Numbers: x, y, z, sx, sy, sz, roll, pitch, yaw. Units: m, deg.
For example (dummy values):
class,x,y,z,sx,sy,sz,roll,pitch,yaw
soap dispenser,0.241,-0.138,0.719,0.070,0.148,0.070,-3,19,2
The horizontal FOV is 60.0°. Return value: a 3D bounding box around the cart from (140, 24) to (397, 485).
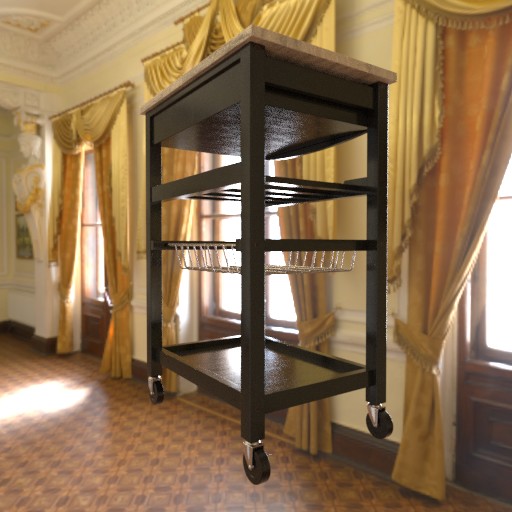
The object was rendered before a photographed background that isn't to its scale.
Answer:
class,x,y,z,sx,sy,sz,roll,pitch,yaw
cart,0.000,0.000,1.141,0.403,0.839,0.584,-1,2,-34
